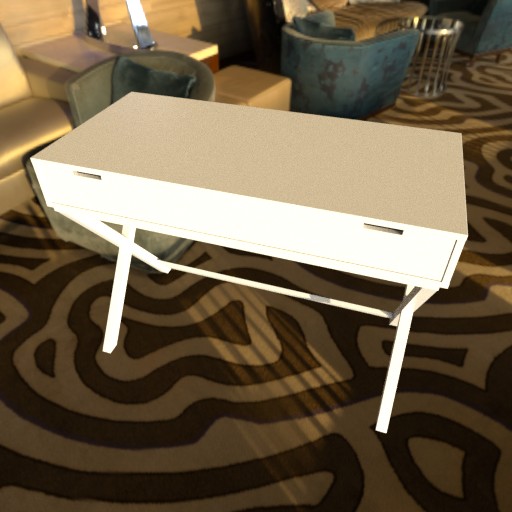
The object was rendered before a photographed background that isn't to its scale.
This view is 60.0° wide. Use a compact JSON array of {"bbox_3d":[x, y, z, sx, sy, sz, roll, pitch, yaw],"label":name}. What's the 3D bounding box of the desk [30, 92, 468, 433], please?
[{"bbox_3d":[0.000,0.000,1.446,1.059,0.780,0.509,12,41,14],"label":"desk"}]
